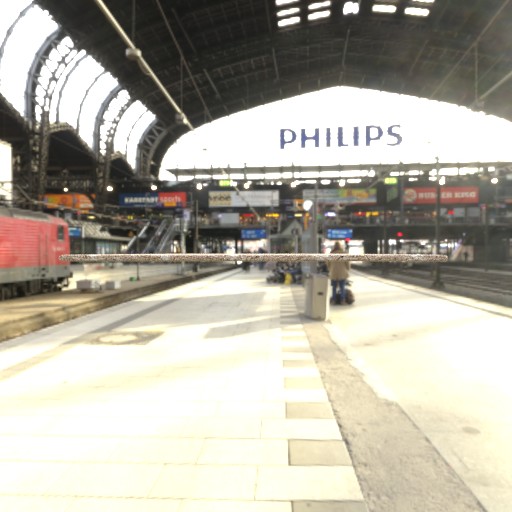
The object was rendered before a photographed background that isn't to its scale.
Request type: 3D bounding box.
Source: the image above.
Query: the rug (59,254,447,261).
[{"bbox_3d":[0.000,0.000,3.378,1.778,0.030,2.743,0,0,1],"label":"rug"}]
